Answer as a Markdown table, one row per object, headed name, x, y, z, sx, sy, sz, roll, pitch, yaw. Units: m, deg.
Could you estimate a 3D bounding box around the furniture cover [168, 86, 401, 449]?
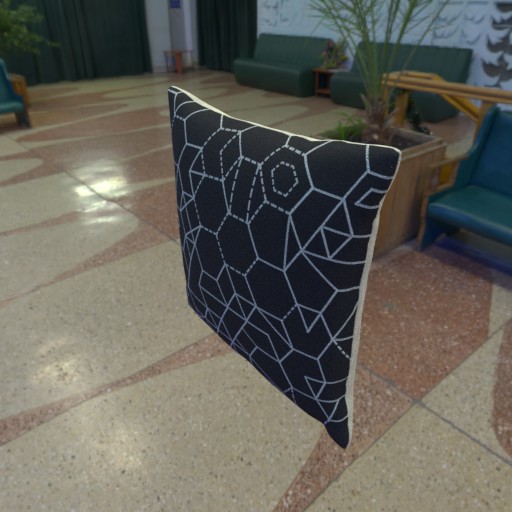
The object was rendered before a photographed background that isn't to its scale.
| name | x | y | z | sx | sy | sz | roll | pitch | yaw |
| --- | --- | --- | --- | --- | --- | --- | --- | --- | --- |
| furniture cover | 0.000 | 0.000 | 0.788 | 0.158 | 0.508 | 0.517 | -22 | 36 | -32 |
